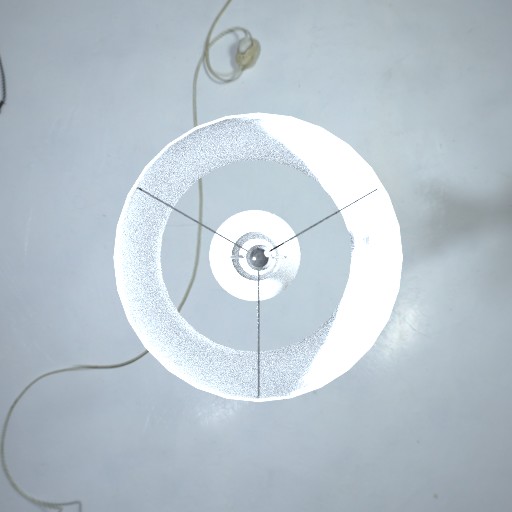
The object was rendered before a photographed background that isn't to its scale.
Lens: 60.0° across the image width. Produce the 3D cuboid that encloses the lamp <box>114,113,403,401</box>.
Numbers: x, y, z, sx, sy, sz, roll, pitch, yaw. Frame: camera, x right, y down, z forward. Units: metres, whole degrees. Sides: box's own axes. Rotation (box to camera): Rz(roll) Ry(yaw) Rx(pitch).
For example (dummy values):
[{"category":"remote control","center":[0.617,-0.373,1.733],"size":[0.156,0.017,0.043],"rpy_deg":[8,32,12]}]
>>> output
[{"category":"lamp","center":[0.000,0.000,0.856],"size":[0.357,0.673,0.357],"rpy_deg":[0,90,-1]}]
